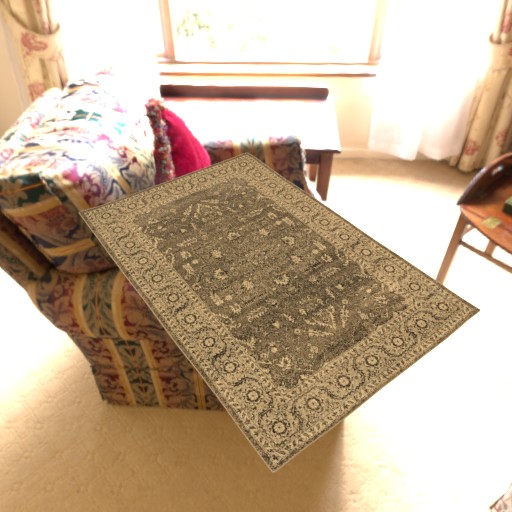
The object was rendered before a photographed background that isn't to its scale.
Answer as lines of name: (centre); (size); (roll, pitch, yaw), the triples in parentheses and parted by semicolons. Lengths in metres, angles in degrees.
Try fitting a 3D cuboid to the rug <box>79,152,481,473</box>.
rug: (0.000, 0.000, 2.294); (1.209, 0.019, 1.828); (-26, 48, -26)
